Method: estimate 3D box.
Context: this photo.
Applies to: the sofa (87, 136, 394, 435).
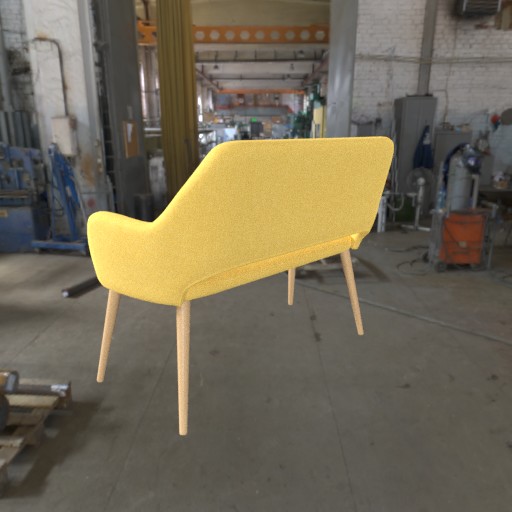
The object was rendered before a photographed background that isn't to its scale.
[{"bbox_3d":[0.000,0.000,1.617,1.150,0.840,0.610,-15,22,-42],"label":"sofa"}]
